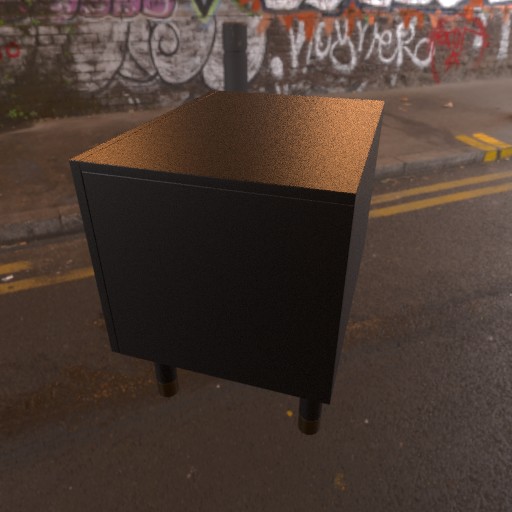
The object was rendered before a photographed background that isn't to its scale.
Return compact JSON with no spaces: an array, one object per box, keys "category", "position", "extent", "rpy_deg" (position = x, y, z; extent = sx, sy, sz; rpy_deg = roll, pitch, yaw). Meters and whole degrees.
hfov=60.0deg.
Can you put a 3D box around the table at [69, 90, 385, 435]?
[{"category":"table","position":[0.000,0.000,0.991],"extent":[0.441,0.584,0.564],"rpy_deg":[9,32,15]}]
